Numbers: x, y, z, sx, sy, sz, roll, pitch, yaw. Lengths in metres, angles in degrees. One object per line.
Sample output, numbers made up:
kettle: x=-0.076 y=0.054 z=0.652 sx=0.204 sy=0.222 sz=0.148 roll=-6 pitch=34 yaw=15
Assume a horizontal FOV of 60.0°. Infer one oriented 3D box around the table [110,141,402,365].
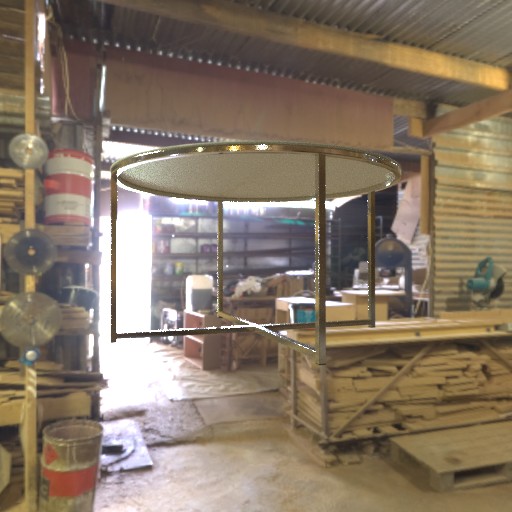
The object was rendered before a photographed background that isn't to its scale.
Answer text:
table: x=0.000 y=0.000 z=1.277 sx=0.800 sy=0.450 sz=0.800 roll=0 pitch=-1 yaw=0
